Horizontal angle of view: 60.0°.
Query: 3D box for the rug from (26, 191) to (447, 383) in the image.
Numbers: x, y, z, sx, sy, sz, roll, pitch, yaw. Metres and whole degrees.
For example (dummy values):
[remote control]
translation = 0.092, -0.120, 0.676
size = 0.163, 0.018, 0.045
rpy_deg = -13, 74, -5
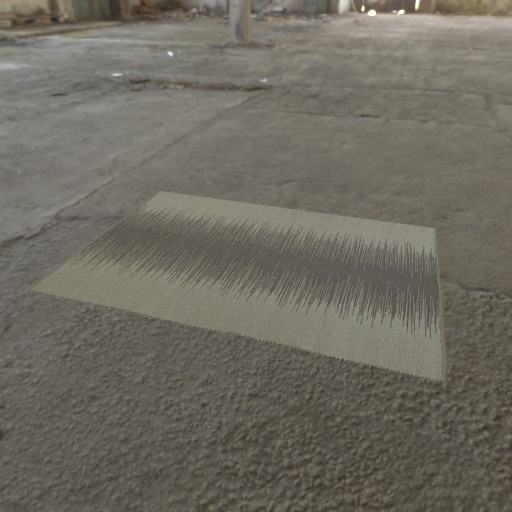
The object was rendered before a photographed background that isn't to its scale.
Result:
[rug]
translation = 0.000, 0.000, 2.284
size = 1.815, 0.007, 1.226
rpy_deg = 10, 32, 15
